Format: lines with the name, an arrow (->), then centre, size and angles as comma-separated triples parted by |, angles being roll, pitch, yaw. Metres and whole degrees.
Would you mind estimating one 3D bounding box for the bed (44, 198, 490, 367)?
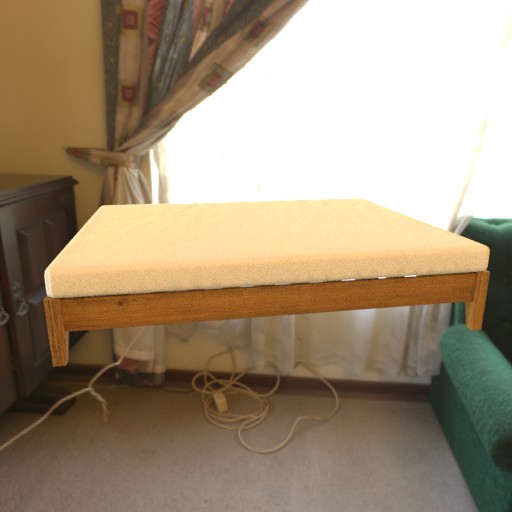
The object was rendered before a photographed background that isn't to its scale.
bed -> 0.000, 0.000, 2.701 | 2.016, 0.431, 1.536 | -3, 17, -10
